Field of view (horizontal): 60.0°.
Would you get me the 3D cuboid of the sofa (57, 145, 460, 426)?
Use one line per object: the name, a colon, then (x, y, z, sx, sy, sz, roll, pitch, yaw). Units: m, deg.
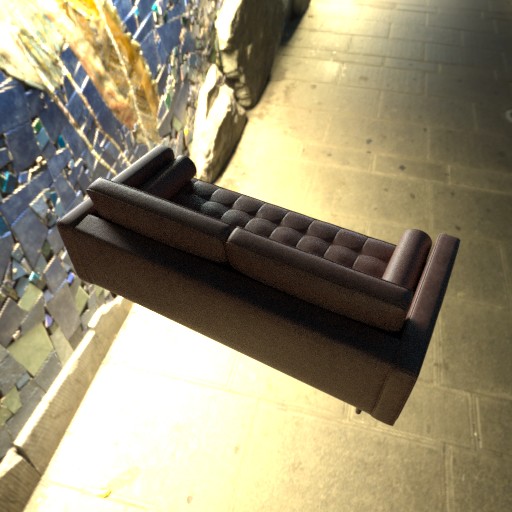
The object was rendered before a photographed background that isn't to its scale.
sofa: (0.000, 0.000, 2.361, 1.870, 0.760, 0.910, 21, 49, 20)
